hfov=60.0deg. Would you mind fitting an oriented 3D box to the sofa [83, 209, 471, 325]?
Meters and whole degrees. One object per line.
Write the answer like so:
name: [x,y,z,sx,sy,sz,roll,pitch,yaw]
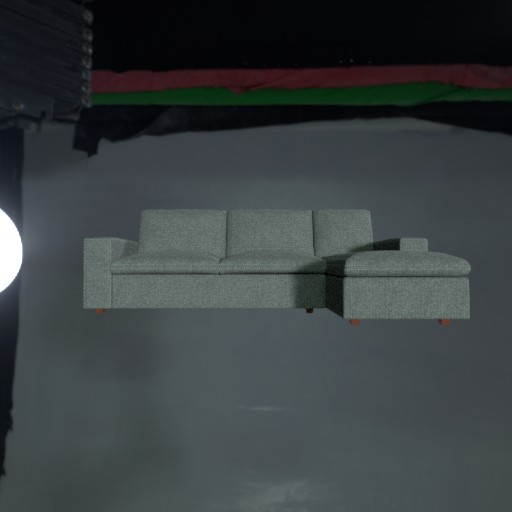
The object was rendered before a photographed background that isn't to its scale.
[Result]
sofa: [0.000,0.000,3.621,2.718,0.940,1.689,0,-1,0]
